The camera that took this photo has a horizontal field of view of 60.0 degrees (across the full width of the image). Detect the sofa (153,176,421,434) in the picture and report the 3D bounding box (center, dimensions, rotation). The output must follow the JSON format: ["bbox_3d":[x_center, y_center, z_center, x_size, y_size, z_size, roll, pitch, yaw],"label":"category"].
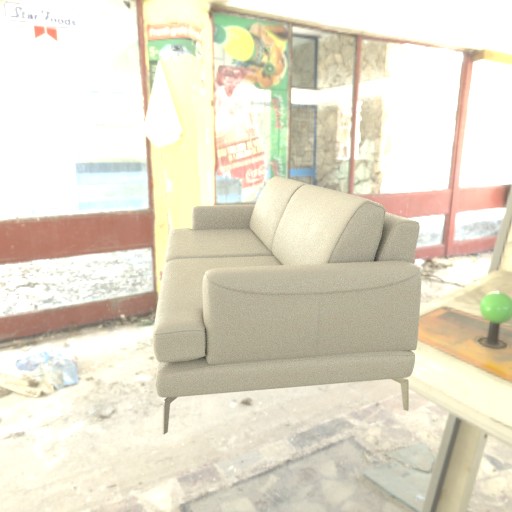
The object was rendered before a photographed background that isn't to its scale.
[{"bbox_3d":[0.000,0.000,2.379,0.974,0.765,1.940,-2,13,-9],"label":"sofa"}]
